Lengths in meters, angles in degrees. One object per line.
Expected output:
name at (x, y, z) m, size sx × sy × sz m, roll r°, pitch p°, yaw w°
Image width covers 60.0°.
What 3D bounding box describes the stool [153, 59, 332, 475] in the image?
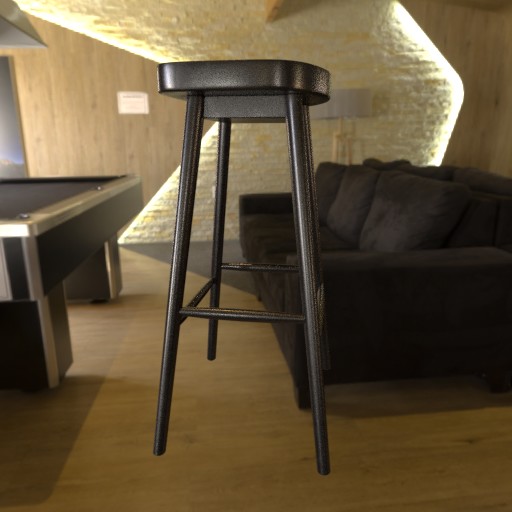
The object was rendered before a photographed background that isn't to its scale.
stool at (0.000, 0.000, 0.991) m, size 0.361 × 0.749 × 0.440 m, roll 2°, pitch 15°, yaw 9°
